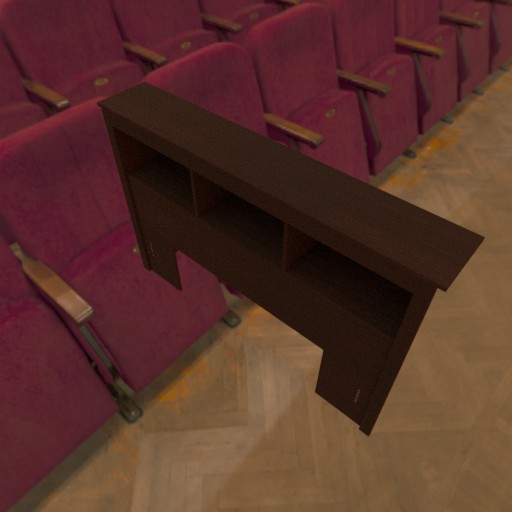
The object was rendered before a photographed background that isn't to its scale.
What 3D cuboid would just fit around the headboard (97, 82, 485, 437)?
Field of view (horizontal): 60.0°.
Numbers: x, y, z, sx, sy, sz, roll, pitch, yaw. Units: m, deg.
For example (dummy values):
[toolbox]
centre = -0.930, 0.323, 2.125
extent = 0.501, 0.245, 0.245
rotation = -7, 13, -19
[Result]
[headboard]
centre = 0.000, 0.000, 2.097
extent = 1.671, 1.092, 0.279
rotation = 32, 54, 27
